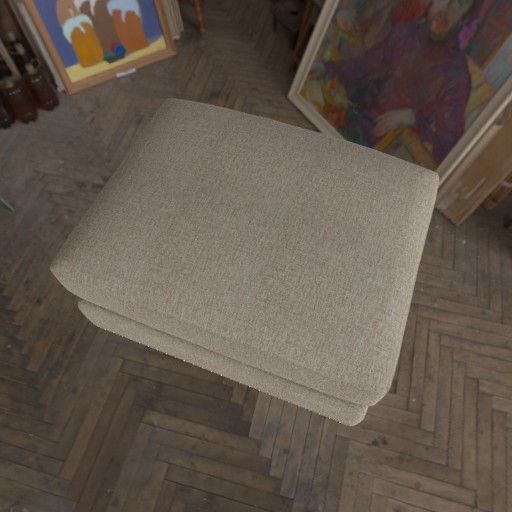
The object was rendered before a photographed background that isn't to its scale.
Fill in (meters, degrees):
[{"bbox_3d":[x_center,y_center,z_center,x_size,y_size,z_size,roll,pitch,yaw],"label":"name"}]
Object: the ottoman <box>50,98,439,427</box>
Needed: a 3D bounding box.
[{"bbox_3d":[0.000,0.000,1.151,0.741,0.513,0.584,19,62,10],"label":"ottoman"}]
